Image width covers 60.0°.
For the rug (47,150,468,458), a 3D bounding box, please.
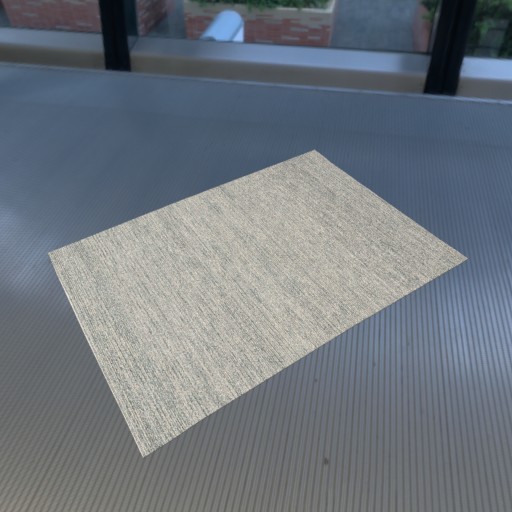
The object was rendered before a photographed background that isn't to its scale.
[{"bbox_3d":[0.000,0.000,2.981,2.338,0.030,1.616,-25,51,-23],"label":"rug"}]
